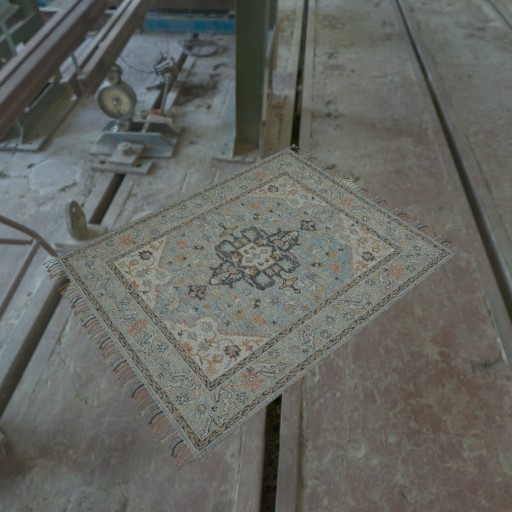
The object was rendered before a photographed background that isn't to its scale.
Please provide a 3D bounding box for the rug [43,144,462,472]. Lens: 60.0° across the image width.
[{"bbox_3d":[0.000,0.000,4.182,3.221,0.011,2.379,-31,53,-26],"label":"rug"}]
